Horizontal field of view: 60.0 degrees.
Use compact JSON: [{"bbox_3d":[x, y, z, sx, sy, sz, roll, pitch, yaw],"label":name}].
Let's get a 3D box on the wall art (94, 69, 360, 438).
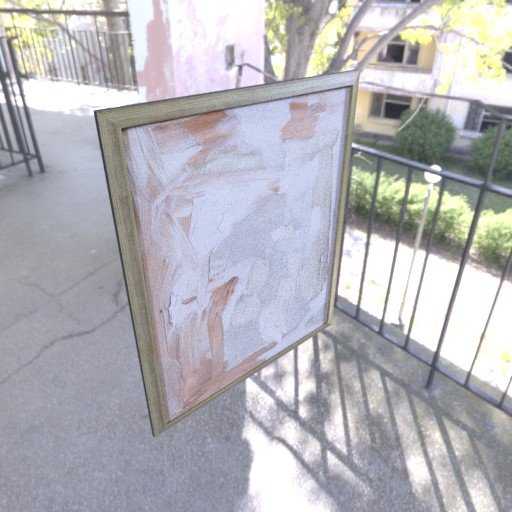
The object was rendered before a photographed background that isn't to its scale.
[{"bbox_3d":[0.000,0.000,0.909,0.559,0.660,0.018,-24,38,-34],"label":"wall art"}]
